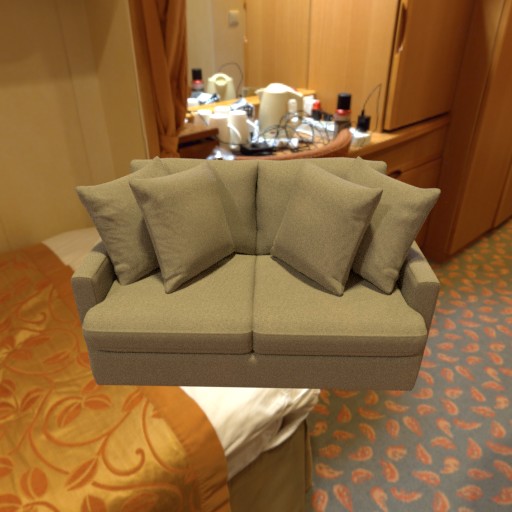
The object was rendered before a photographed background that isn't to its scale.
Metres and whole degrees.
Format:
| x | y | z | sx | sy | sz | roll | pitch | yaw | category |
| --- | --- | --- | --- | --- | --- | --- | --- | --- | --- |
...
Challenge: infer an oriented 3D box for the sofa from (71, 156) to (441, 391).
| x | y | z | sx | sy | sz | roll | pitch | yaw | category |
| --- | --- | --- | --- | --- | --- | --- | --- | --- | --- |
| 0.000 | 0.000 | 2.649 | 1.869 | 1.080 | 1.228 | 1 | 30 | 1 | sofa |
